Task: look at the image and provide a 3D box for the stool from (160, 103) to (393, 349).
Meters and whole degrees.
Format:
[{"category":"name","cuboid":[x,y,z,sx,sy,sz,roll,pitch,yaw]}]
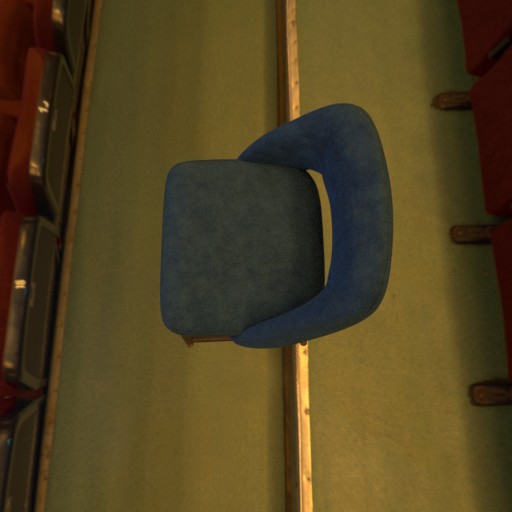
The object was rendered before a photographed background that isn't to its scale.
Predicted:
[{"category":"stool","cuboid":[0.000,0.000,1.273,0.524,0.925,0.536,-1,76,0]}]
